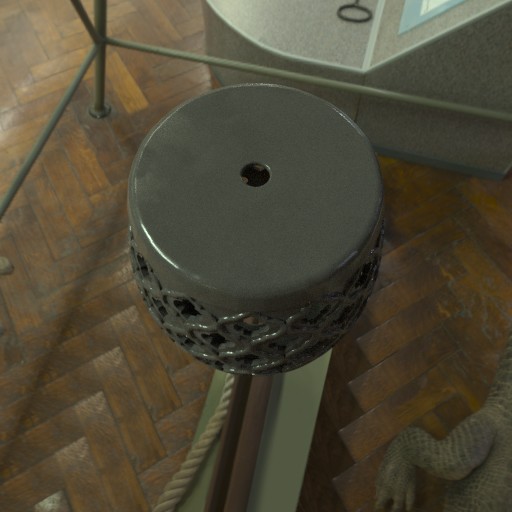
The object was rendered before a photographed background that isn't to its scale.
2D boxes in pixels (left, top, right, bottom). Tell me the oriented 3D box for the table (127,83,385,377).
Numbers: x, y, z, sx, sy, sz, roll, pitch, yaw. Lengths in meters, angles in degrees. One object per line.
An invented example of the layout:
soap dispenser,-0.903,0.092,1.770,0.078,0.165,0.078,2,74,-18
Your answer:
table,0.000,0.000,0.624,0.325,0.388,0.325,0,65,0
